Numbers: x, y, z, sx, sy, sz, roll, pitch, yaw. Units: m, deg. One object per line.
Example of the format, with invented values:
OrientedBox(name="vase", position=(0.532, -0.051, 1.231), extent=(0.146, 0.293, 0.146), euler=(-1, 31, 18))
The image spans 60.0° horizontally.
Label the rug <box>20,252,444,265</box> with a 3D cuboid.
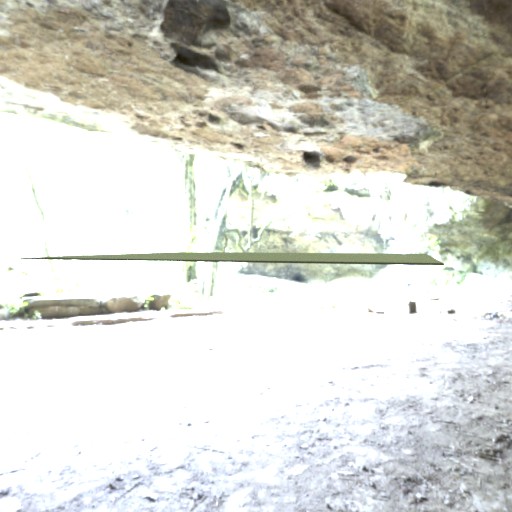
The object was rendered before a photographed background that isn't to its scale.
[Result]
OrientedBox(name="rug", position=(0.000, 0.000, 3.480), extent=(2.584, 0.011, 2.073), euler=(1, 2, 19))
